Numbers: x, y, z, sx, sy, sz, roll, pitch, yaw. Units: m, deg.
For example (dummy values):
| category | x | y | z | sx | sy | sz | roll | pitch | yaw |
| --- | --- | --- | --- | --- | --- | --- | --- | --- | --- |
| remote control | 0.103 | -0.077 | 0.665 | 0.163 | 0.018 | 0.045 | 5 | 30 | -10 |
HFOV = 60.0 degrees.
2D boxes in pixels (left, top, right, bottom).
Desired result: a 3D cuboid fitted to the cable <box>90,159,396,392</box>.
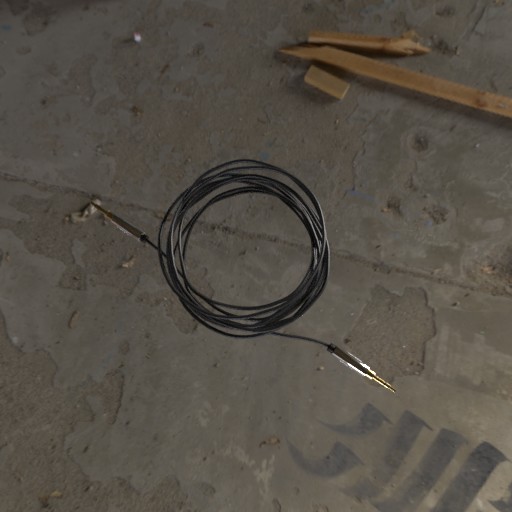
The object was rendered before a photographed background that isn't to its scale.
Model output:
| category | x | y | z | sx | sy | sz | roll | pitch | yaw |
| --- | --- | --- | --- | --- | --- | --- | --- | --- | --- |
| cable | 0.000 | 0.000 | 0.515 | 0.432 | 0.069 | 0.198 | 33 | 78 | 8 |
